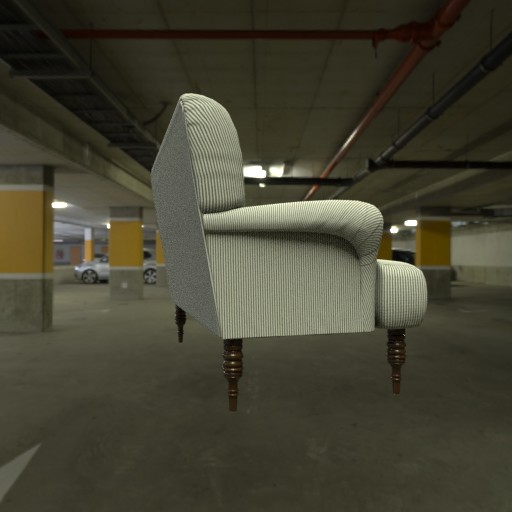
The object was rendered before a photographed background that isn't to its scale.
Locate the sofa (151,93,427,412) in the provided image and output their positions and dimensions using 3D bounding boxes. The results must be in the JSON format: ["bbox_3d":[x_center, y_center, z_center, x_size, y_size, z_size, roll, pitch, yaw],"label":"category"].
[{"bbox_3d":[0.000,0.000,1.844,0.779,0.889,1.297,0,0,-17],"label":"sofa"}]
